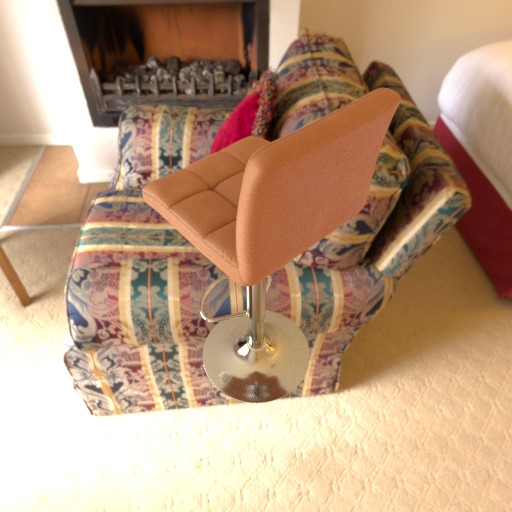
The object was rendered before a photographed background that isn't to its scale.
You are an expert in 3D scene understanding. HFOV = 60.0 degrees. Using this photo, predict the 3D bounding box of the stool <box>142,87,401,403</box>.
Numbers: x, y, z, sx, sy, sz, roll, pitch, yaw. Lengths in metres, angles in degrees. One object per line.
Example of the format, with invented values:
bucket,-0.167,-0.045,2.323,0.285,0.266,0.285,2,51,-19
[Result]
stool,0.000,0.000,1.363,0.430,1.115,0.505,-33,55,-28
